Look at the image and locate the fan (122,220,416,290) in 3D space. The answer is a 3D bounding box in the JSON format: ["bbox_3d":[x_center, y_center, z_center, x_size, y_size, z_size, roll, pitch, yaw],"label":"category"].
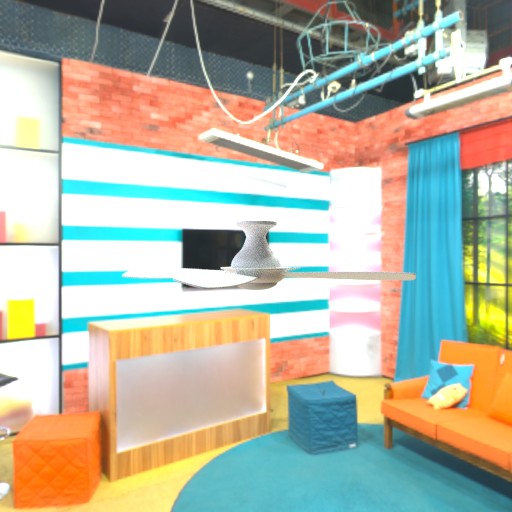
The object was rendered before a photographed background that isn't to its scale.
[{"bbox_3d":[0.000,0.000,2.493,1.694,0.382,1.693,0,0,18],"label":"fan"}]
